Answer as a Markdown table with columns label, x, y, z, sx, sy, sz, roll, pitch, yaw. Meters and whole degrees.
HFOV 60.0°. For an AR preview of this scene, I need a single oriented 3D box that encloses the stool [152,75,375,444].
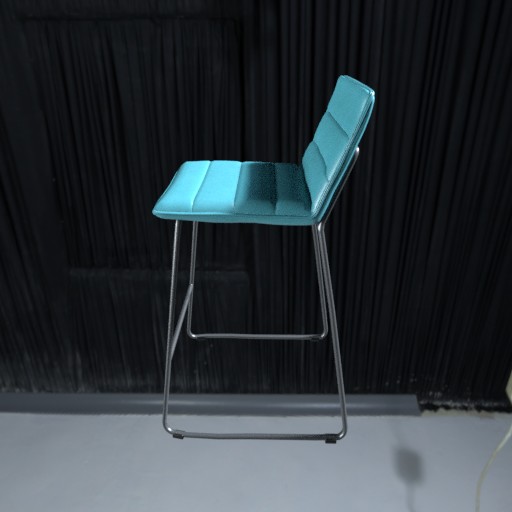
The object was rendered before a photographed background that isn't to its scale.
| label | x | y | z | sx | sy | sz | roll | pitch | yaw |
| --- | --- | --- | --- | --- | --- | --- | --- | --- | --- |
| stool | 0.000 | 0.000 | 1.262 | 0.524 | 0.936 | 0.489 | 1 | 27 | 1 |
